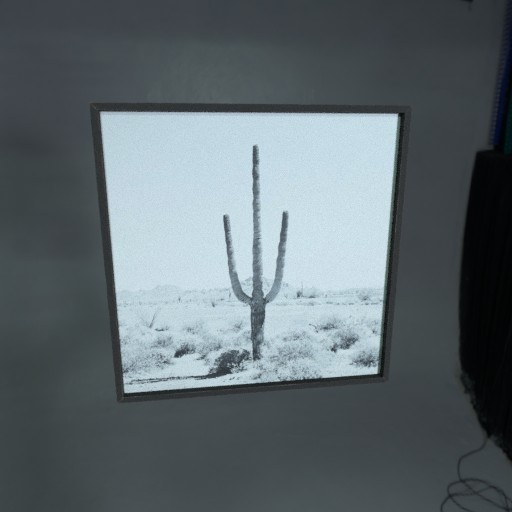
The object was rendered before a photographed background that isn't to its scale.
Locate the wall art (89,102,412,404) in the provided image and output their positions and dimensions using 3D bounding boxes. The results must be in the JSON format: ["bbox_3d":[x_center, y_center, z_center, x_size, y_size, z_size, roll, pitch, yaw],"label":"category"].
[{"bbox_3d":[0.000,0.000,0.472,0.305,0.305,0.038,-2,15,-8],"label":"wall art"}]
